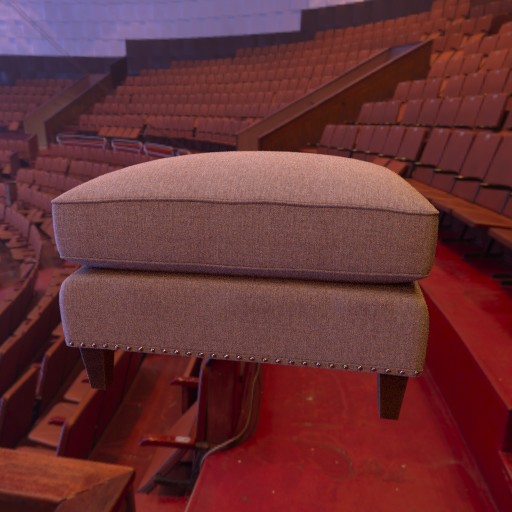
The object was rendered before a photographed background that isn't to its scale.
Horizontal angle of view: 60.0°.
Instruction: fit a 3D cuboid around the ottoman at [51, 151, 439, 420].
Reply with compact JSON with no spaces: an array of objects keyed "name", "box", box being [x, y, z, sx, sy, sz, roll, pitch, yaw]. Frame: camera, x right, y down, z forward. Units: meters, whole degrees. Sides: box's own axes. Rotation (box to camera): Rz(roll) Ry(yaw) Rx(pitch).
[{"name":"ottoman","box":[0.000,0.000,1.121,0.741,0.513,0.584,3,17,9]}]
